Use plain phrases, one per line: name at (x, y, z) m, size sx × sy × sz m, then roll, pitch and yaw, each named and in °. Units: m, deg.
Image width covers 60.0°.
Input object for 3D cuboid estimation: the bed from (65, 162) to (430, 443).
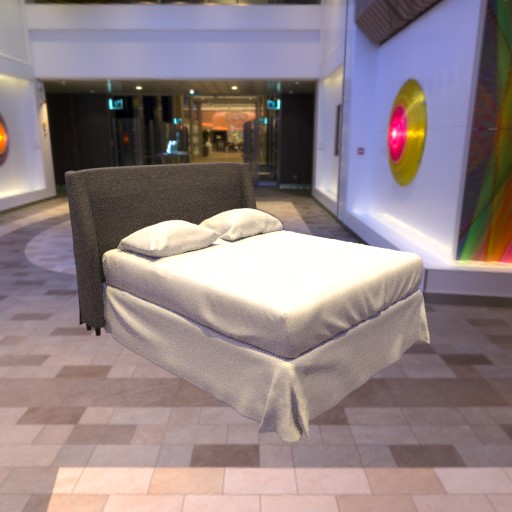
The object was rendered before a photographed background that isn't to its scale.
bed at (0.000, 0.000, 3.473) m, size 2.276 × 1.332 × 1.925 m, roll 13°, pitch 20°, yaw 42°
